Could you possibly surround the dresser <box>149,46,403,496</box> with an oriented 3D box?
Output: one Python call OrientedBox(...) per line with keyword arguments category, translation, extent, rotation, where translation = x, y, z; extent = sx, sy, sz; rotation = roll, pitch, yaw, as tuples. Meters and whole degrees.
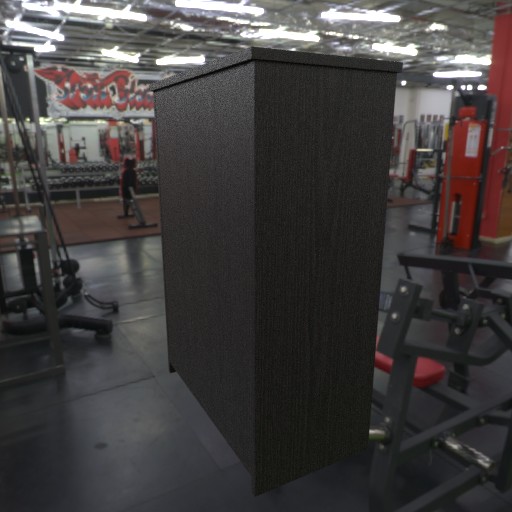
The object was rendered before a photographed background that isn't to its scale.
OrientedBox(category="dresser", translation=(0.000, 0.000, 1.341), extent=(0.399, 1.020, 0.704), rotation=(-8, 17, -27))
